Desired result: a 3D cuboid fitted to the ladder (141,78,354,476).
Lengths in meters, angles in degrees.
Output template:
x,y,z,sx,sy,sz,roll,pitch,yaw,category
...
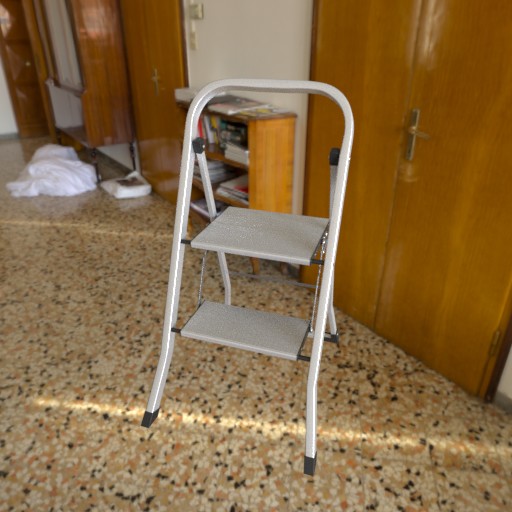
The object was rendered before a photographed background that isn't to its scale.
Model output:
x,y,z,sx,sy,sz,roll,pitch,yaw,category
0.000,0.000,1.139,0.465,0.830,0.530,9,28,17,ladder
